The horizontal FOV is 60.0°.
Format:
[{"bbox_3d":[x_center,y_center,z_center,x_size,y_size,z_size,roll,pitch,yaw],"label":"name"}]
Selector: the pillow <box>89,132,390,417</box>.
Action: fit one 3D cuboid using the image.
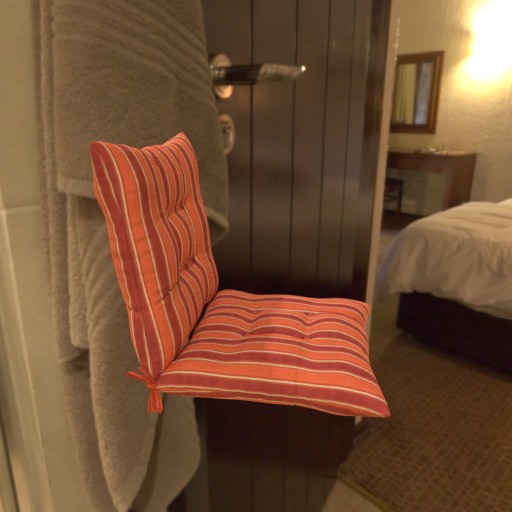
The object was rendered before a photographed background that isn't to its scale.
[{"bbox_3d":[0.000,0.000,1.022,0.585,0.536,0.541,3,17,9],"label":"pillow"}]
